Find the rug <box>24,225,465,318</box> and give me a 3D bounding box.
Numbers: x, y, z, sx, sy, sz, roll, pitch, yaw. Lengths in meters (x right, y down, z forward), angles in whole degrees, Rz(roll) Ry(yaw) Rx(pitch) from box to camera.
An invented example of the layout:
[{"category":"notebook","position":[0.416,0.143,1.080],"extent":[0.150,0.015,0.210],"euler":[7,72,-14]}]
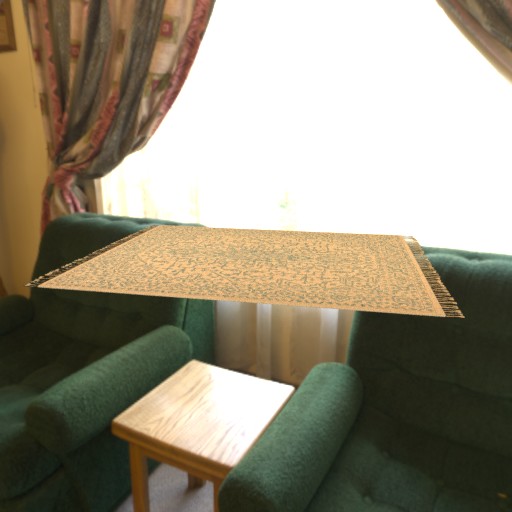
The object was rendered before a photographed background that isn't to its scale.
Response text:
[{"category":"rug","position":[0.000,0.000,4.372],"extent":[3.327,0.010,2.464],"euler":[3,16,11]}]
